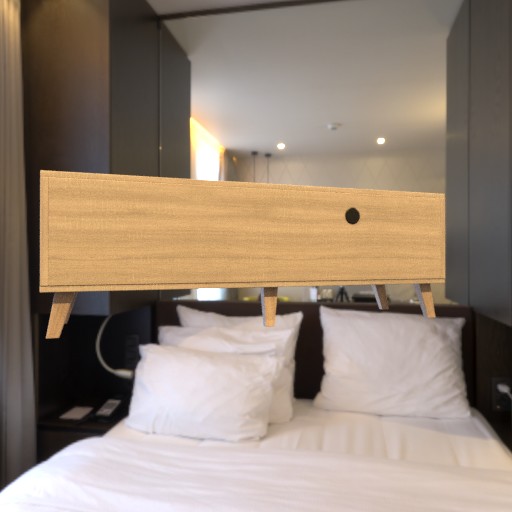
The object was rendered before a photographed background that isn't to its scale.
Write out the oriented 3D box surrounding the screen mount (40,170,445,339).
[{"bbox_3d":[0.000,0.000,1.753,1.500,0.509,0.401,0,0,-19],"label":"screen mount"}]
